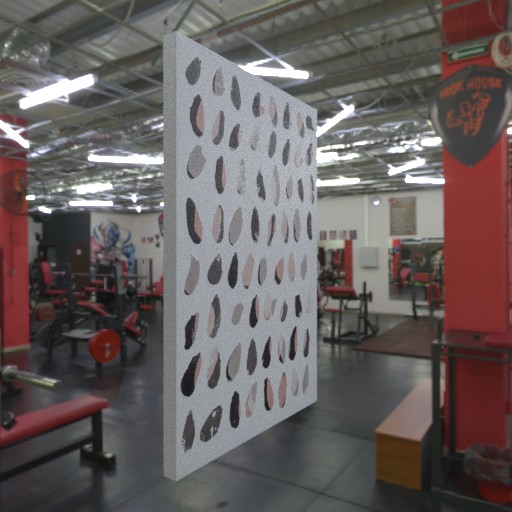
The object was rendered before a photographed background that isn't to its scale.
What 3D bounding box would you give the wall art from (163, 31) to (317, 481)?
[{"bbox_3d":[0.000,0.000,1.158,0.037,0.916,0.610,0,0,36],"label":"wall art"}]
